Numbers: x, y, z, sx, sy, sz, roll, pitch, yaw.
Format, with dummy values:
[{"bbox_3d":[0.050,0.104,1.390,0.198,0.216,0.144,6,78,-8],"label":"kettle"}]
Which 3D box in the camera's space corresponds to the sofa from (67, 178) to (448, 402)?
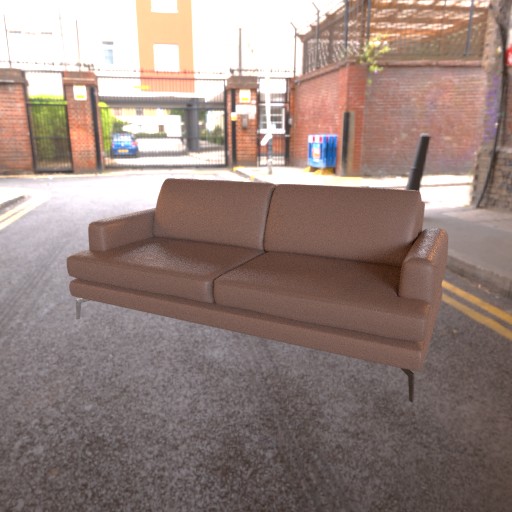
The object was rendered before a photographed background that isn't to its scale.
[{"bbox_3d":[0.000,0.000,2.486,1.940,0.765,0.974,7,17,26],"label":"sofa"}]
